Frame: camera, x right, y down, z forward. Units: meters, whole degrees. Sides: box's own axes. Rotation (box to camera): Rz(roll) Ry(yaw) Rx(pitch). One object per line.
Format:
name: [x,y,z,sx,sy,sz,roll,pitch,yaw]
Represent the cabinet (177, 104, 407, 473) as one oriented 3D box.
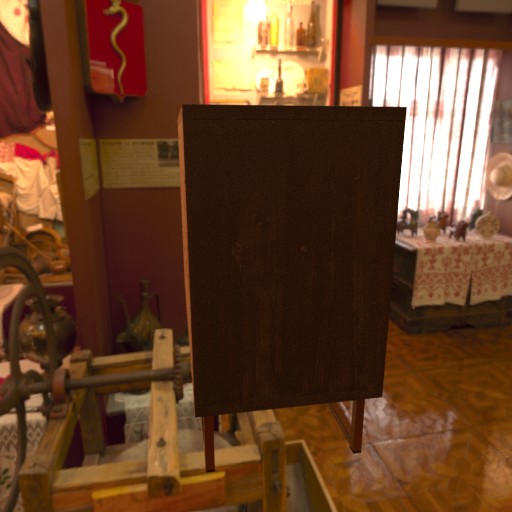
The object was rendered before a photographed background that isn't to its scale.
cabinet: [0.000,0.000,1.422,0.451,0.860,0.950,-3,16,-10]
